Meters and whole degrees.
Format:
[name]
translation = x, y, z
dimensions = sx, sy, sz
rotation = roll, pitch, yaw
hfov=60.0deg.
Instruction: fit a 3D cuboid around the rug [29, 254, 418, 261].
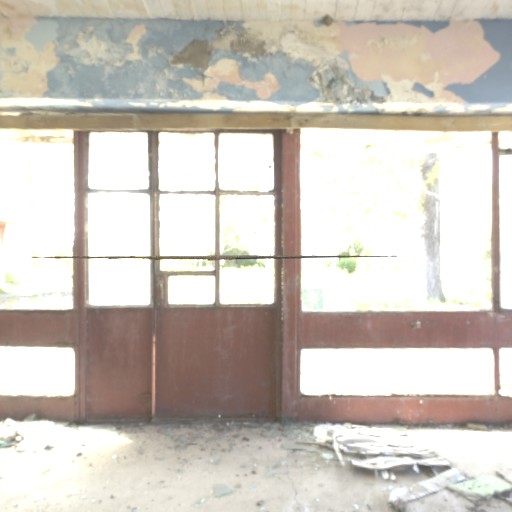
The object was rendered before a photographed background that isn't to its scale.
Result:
[rug]
translation = 0.000, 0.000, 1.903
dimensions = 0.920, 0.013, 1.541
rotation = 0, 0, 37
